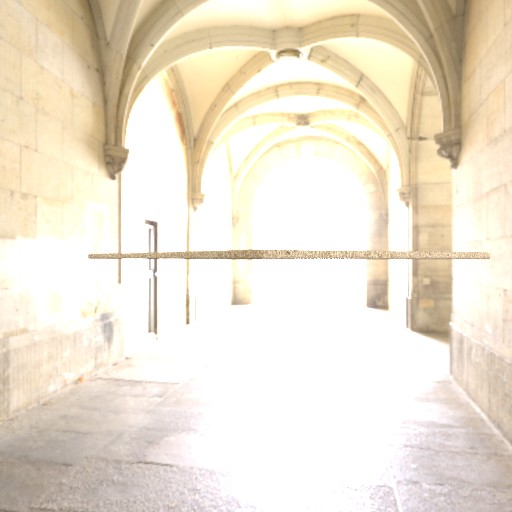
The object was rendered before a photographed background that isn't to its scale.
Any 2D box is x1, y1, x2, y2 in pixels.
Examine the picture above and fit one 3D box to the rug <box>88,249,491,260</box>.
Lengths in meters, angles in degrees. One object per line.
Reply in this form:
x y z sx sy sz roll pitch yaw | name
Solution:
0.000 0.000 2.269 1.219 0.030 1.778 0 0 -35 | rug
